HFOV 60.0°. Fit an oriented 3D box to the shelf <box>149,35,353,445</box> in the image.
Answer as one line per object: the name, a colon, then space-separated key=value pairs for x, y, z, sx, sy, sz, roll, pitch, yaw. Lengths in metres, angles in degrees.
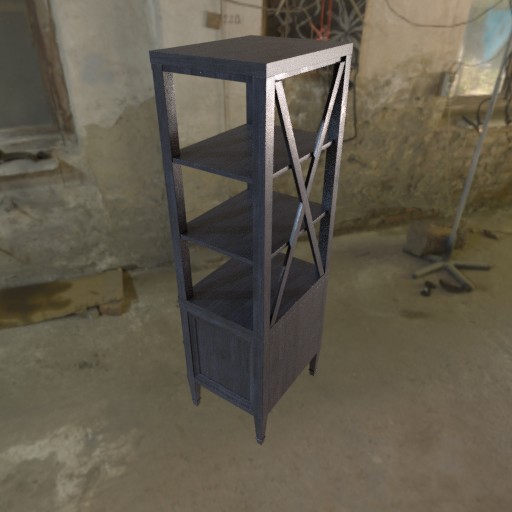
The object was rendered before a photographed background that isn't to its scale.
shelf: x=0.000 y=0.000 z=2.006 sx=0.472 sy=1.727 sz=0.584 roll=20 pitch=37 yaw=29
